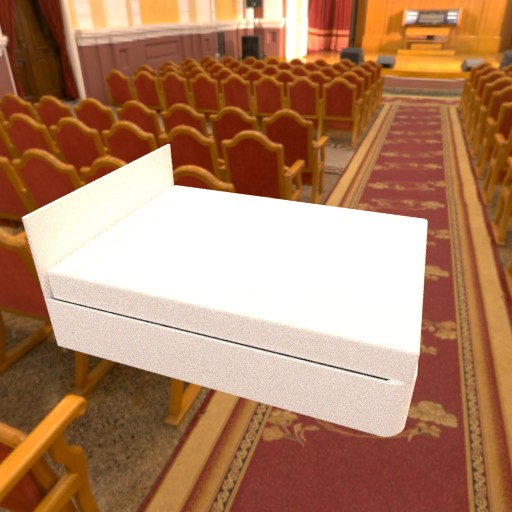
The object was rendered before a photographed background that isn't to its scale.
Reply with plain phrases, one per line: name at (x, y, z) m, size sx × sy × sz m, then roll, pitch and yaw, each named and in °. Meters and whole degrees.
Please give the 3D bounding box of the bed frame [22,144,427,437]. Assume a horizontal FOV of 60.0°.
bed frame at (0.000, 0.000, 2.628) m, size 1.900 × 0.800 × 1.400 m, roll 10°, pitch 31°, yaw 17°
